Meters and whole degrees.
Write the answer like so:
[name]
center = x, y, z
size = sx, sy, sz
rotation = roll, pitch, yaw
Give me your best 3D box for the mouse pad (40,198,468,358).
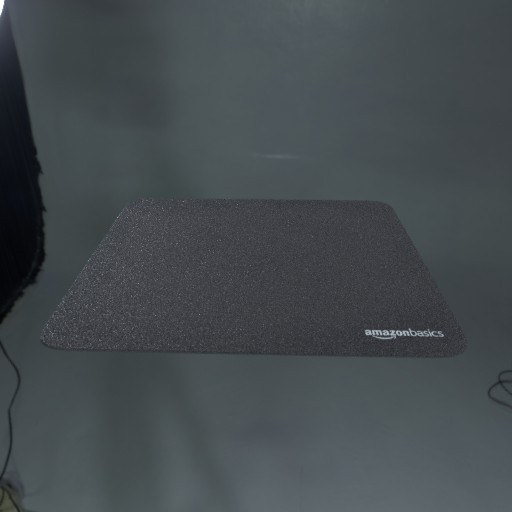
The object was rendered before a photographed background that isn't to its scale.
[mouse pad]
center = 0.000, 0.000, 0.426
size = 0.315, 0.002, 0.269
rotation = 1, 31, 1
